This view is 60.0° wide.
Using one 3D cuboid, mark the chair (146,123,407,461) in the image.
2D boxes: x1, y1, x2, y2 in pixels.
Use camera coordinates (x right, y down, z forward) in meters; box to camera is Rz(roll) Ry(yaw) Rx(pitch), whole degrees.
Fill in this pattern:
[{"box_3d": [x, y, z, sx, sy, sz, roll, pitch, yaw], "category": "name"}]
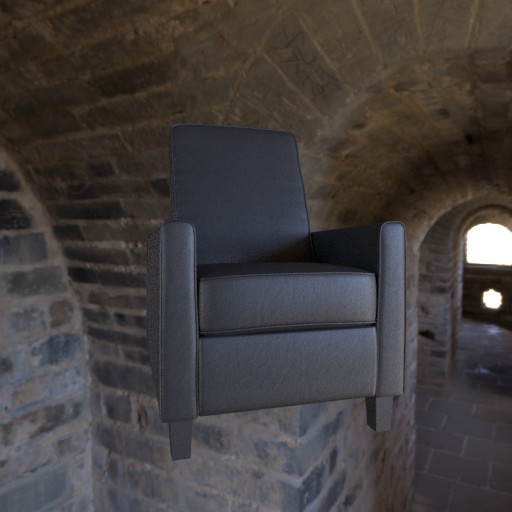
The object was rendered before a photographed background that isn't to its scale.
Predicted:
[{"box_3d": [0.000, 0.000, 1.512, 0.705, 1.013, 0.746, -1, 3, -16], "category": "chair"}]
